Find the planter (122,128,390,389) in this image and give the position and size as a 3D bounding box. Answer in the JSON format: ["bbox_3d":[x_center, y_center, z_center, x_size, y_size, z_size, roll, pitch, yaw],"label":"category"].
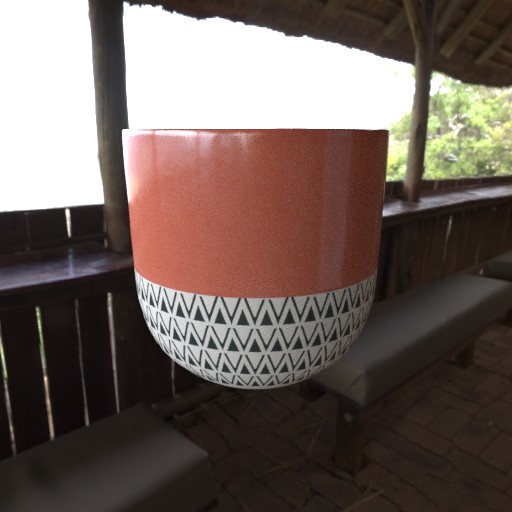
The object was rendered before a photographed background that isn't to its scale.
[{"bbox_3d":[0.000,0.000,0.493,0.266,0.270,0.266,0,15,0],"label":"planter"}]
